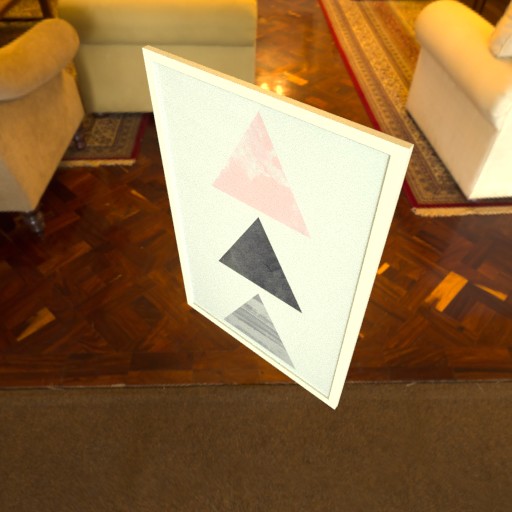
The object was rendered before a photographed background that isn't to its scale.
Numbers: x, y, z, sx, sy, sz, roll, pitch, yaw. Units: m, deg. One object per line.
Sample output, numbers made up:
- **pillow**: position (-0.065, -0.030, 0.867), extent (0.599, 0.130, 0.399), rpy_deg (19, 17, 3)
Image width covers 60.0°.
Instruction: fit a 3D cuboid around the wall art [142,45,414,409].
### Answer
- **wall art**: position (0.000, 0.000, 0.837), extent (0.456, 0.656, 0.013), rpy_deg (31, 53, 26)
